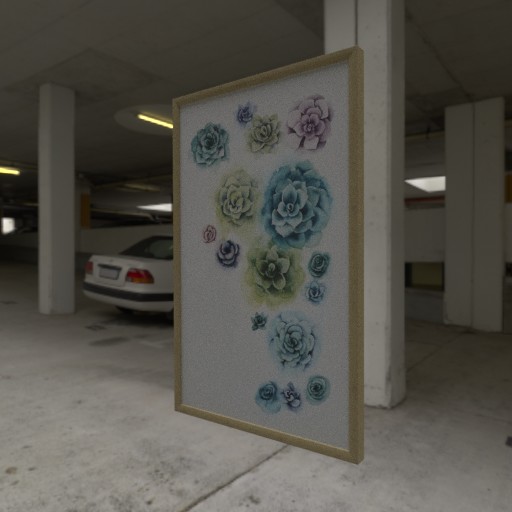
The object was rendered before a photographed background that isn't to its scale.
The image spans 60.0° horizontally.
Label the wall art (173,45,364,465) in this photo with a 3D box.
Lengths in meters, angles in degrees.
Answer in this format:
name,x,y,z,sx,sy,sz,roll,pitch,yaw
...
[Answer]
name,x,y,z,sx,sy,sz,roll,pitch,yaw
wall art,0.000,0.000,1.016,0.510,0.810,0.039,0,0,36
